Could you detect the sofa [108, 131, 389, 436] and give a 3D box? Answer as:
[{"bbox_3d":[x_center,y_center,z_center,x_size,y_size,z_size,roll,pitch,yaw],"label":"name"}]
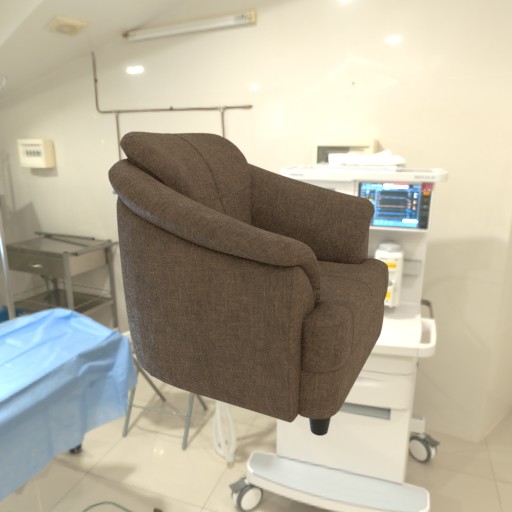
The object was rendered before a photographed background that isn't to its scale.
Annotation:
[{"bbox_3d":[0.000,0.000,1.500,0.794,0.811,0.870,7,16,26],"label":"sofa"}]
